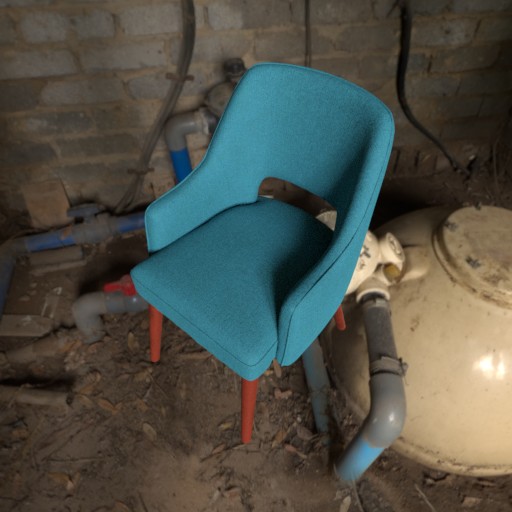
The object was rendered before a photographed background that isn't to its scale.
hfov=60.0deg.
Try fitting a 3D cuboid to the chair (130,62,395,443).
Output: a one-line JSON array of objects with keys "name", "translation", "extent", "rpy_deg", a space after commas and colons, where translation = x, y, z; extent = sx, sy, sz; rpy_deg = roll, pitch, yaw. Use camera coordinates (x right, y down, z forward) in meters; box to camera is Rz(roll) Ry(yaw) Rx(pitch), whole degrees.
[{"name": "chair", "translation": [0.000, 0.000, 1.261], "extent": [0.548, 0.849, 0.605], "rpy_deg": [32, 55, 26]}]
